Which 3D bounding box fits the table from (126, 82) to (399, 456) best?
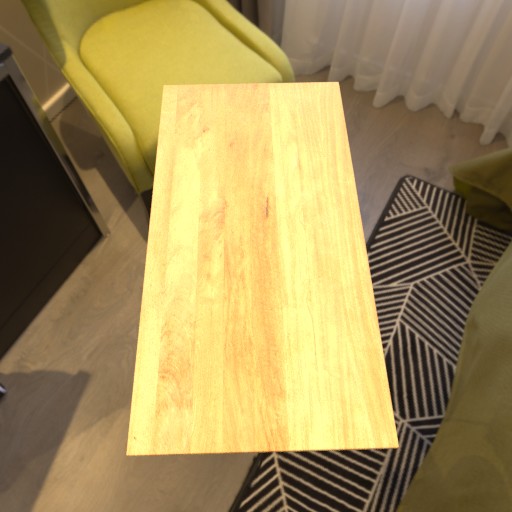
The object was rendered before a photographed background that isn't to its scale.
[{"bbox_3d":[0.000,0.000,1.628,0.699,0.400,1.348,-1,62,-1],"label":"table"}]
